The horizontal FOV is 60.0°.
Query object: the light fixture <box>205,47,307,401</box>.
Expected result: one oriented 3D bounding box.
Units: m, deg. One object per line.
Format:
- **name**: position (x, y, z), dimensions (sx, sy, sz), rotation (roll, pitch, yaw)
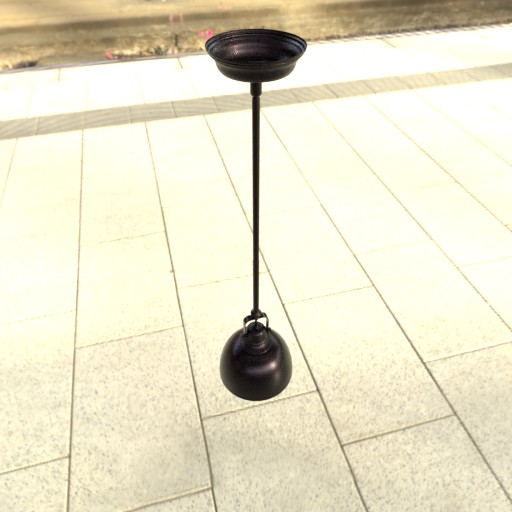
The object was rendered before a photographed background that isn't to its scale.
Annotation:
- **light fixture**: position (0.000, 0.000, 0.851), dimensions (0.182, 0.768, 0.182), rotation (-12, 44, -12)
